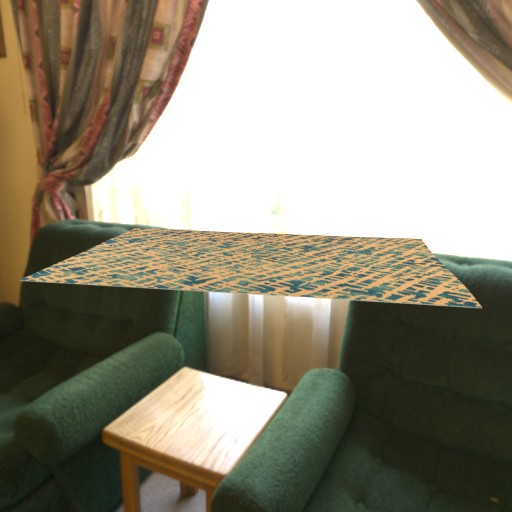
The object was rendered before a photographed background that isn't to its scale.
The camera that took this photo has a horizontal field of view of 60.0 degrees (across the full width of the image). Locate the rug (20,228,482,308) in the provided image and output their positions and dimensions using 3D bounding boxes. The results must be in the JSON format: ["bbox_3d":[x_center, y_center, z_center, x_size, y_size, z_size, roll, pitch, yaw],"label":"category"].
[{"bbox_3d":[0.000,0.000,3.023,2.447,0.011,1.520,3,15,10],"label":"rug"}]
